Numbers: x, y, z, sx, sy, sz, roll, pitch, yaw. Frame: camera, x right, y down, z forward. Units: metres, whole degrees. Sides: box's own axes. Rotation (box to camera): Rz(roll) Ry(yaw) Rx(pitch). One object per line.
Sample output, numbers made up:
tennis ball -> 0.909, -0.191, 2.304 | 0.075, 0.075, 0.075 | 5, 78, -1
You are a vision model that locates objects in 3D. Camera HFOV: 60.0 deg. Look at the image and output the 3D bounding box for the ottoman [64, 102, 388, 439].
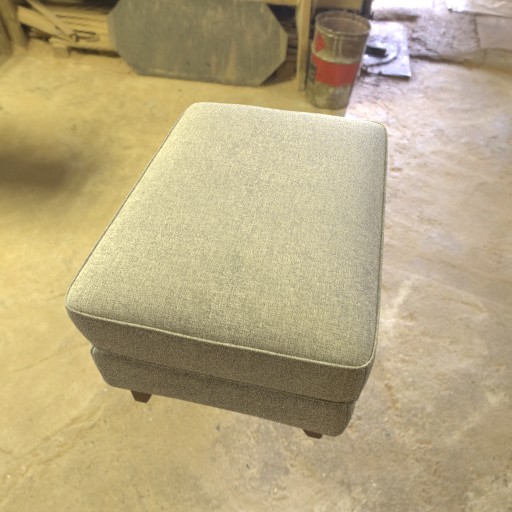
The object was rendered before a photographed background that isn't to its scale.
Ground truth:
ottoman -> 0.000, 0.000, 1.298 | 0.661, 0.561, 0.889 | 10, 48, 9
